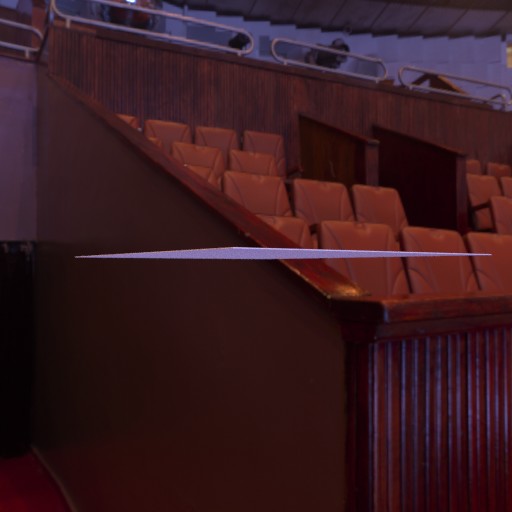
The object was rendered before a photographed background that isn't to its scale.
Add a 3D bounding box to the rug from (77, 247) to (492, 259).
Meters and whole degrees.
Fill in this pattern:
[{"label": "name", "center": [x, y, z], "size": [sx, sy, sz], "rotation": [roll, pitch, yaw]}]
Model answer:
[{"label": "rug", "center": [0.000, 0.000, 4.084], "size": [2.454, 0.005, 3.067], "rotation": [1, -1, -36]}]
